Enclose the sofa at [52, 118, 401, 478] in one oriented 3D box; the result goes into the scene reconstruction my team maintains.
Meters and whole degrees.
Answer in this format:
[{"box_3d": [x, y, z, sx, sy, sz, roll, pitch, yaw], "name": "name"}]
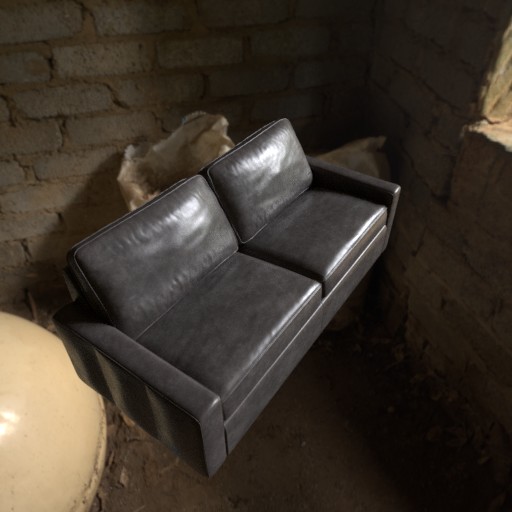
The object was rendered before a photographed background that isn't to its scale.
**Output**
[{"box_3d": [0.000, 0.000, 2.590, 0.939, 0.916, 2.081, 25, 47, 26], "name": "sofa"}]
